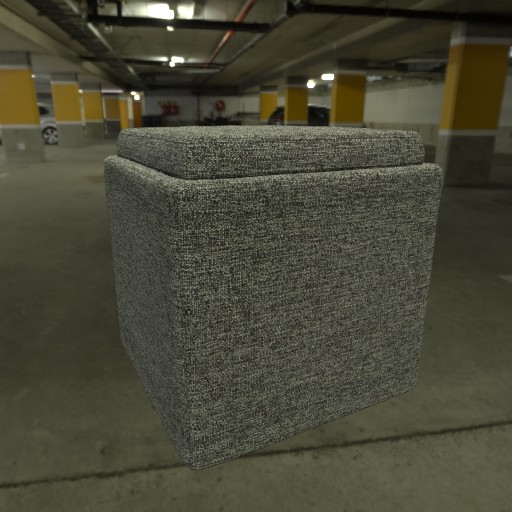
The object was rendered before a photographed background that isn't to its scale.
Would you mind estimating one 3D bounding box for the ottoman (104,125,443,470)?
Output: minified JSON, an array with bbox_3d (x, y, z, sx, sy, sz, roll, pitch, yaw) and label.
[{"bbox_3d":[0.000,0.000,0.824,0.450,0.463,0.450,-9,20,-27],"label":"ottoman"}]
